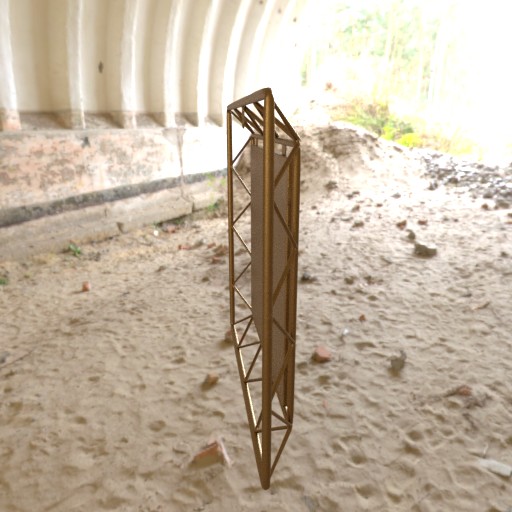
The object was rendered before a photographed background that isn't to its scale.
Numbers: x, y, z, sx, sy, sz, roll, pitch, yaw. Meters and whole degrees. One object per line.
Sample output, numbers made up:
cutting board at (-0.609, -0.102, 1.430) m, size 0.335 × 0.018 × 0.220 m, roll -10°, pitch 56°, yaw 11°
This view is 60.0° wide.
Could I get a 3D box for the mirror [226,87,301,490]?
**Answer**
mirror at (0.000, 0.000, 0.618) m, size 0.046 × 0.414 × 0.416 m, roll -2°, pitch 17°, yaw -8°
